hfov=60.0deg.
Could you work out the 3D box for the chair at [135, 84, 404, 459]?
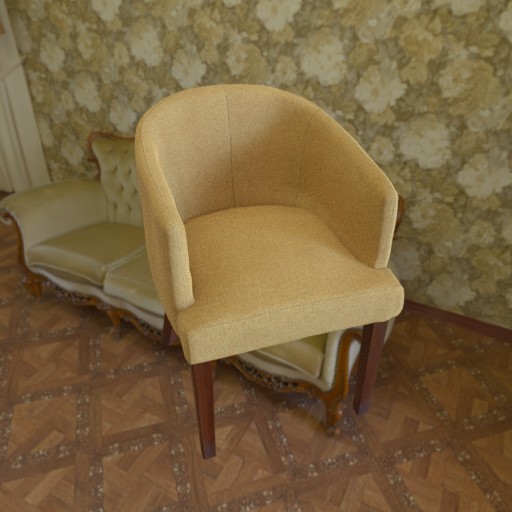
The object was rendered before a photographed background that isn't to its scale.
[{"bbox_3d":[0.000,0.000,1.246,0.583,0.811,0.655,-10,33,-16],"label":"chair"}]
